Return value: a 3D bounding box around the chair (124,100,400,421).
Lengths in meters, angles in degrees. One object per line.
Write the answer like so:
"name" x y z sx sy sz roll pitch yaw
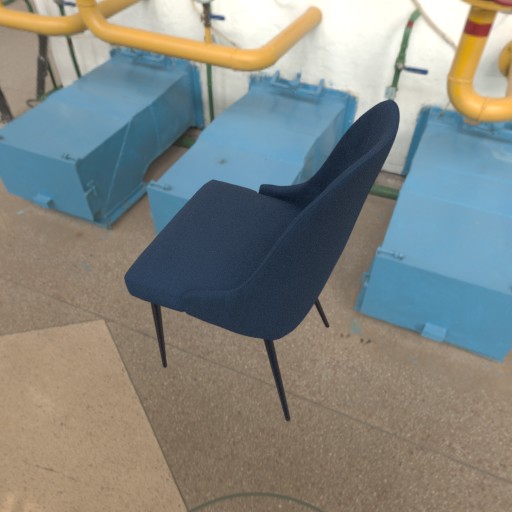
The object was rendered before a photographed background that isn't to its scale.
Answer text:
"chair" 0.000 0.000 1.199 0.559 0.896 0.478 18 49 17
